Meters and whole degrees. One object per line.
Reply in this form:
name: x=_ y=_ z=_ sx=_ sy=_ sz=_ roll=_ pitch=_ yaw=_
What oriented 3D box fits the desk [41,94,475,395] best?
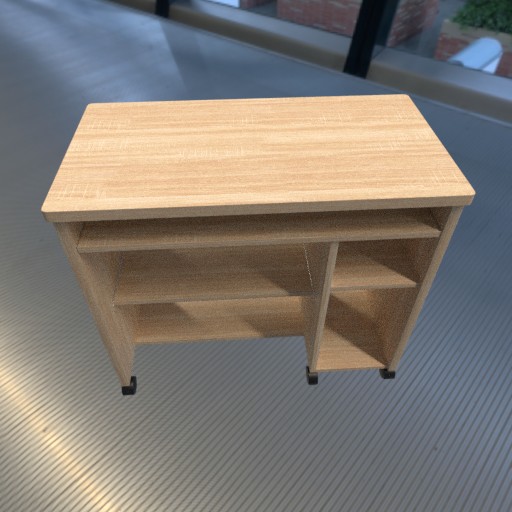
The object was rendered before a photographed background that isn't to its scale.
desk: x=0.000 y=0.000 z=1.333 sx=0.884 sy=0.770 sz=0.480 roll=-3 pitch=45 yaw=-3
